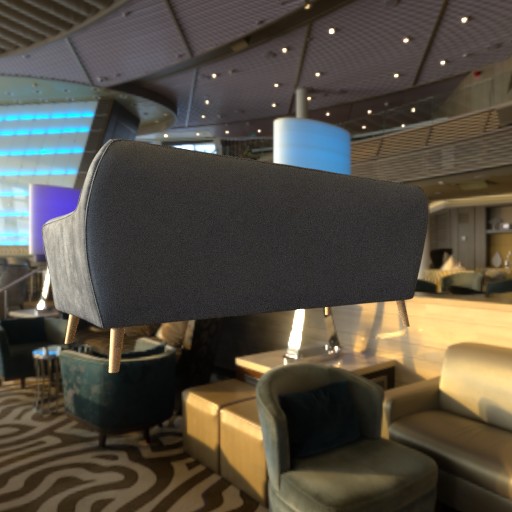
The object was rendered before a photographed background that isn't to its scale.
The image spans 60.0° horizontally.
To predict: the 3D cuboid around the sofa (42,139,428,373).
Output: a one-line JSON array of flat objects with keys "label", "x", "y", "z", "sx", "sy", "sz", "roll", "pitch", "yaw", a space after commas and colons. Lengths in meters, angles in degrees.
[{"label": "sofa", "x": 0.000, "y": 0.000, "z": 2.367, "sx": 1.975, "sy": 0.832, "sz": 0.841, "roll": 0, "pitch": 0, "yaw": -36}]
